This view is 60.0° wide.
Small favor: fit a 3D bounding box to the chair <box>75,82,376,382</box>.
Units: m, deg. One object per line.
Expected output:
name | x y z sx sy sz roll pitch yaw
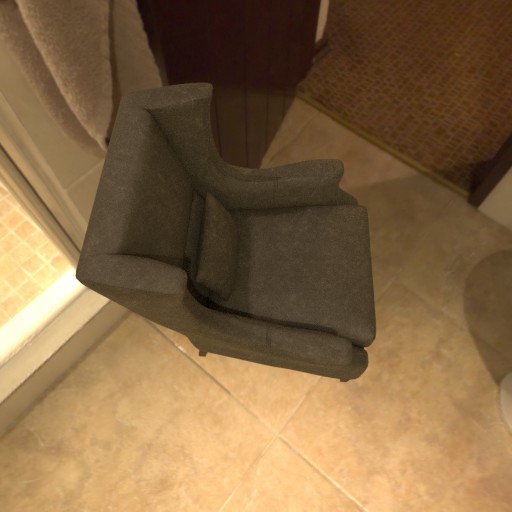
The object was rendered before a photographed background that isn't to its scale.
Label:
chair | 0.000 0.000 1.723 0.926 1.016 0.853 3 63 1
